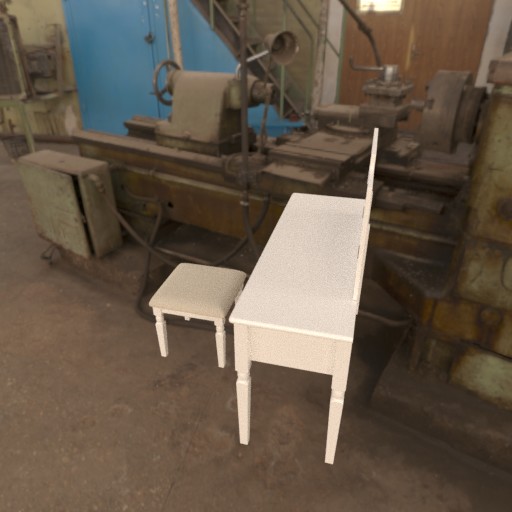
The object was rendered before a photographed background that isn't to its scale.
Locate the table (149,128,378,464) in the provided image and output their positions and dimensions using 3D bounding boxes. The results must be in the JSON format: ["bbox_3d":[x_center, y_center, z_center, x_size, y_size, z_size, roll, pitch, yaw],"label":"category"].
[{"bbox_3d":[0.000,0.000,2.361,1.115,1.310,1.369,7,31,13],"label":"table"}]
